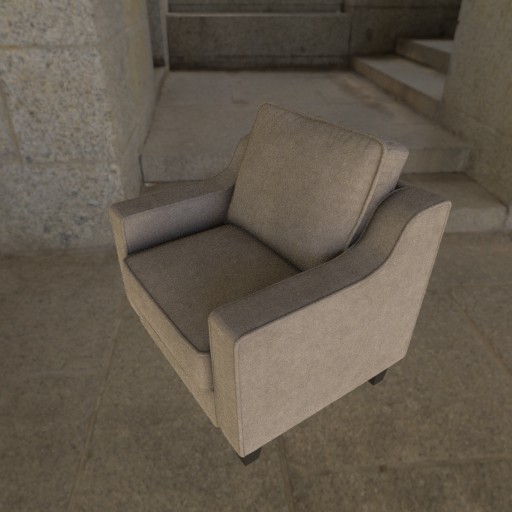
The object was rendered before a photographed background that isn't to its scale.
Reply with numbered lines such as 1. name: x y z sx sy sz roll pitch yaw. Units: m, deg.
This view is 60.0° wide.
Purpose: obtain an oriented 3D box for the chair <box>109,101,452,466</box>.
1. chair: 0.000 0.000 1.634 0.840 0.944 0.926 -20 37 -29
